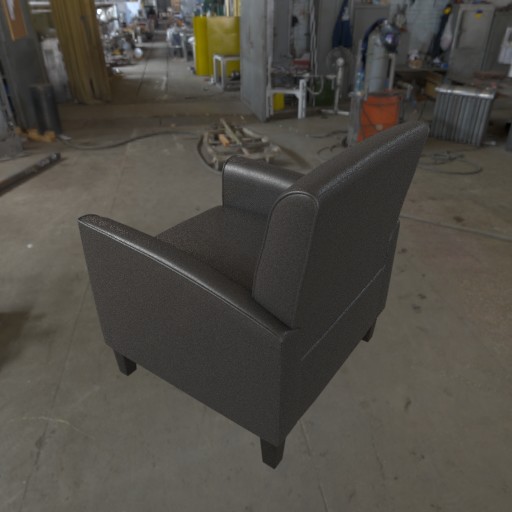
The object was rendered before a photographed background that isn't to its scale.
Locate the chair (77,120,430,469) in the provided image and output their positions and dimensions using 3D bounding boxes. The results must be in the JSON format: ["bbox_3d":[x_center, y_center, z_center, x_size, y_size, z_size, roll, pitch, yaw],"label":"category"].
[{"bbox_3d":[0.000,0.000,1.543,0.819,0.916,0.820,20,35,30],"label":"chair"}]
